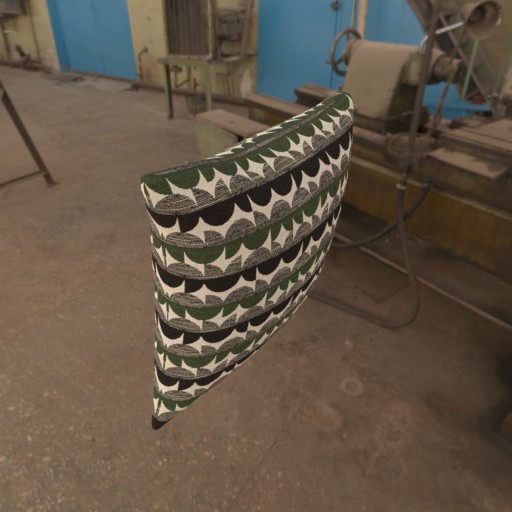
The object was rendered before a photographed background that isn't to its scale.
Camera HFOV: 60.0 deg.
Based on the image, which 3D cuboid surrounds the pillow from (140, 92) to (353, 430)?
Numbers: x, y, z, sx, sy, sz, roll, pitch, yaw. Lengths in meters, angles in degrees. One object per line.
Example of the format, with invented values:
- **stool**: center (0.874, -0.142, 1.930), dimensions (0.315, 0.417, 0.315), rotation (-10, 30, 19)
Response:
- **pillow**: center (0.000, 0.000, 0.657), dimensions (0.180, 0.404, 0.419), rotation (21, 39, 29)
